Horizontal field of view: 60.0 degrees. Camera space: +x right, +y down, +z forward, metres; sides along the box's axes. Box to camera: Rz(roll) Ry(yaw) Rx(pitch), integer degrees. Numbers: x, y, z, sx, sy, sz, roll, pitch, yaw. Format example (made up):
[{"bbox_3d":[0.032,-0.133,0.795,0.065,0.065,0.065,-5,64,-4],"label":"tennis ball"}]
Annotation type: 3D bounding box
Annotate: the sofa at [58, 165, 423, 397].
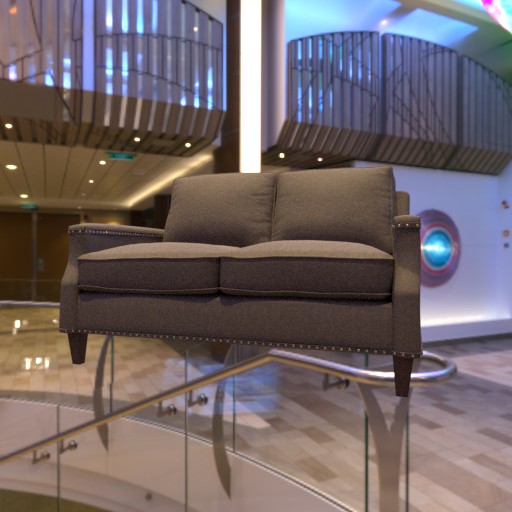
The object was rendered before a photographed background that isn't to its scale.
[{"bbox_3d":[0.000,0.000,2.290,1.597,1.003,1.084,0,0,19],"label":"sofa"}]
